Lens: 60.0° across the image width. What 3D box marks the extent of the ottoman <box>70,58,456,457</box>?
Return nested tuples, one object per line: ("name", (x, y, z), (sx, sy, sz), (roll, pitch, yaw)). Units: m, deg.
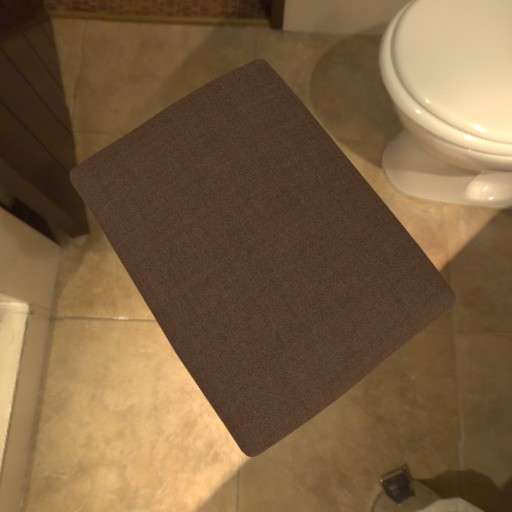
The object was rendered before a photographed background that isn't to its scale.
("ottoman", (0.000, 0.000, 1.220), (0.599, 0.555, 0.809), (-34, 78, -8))
